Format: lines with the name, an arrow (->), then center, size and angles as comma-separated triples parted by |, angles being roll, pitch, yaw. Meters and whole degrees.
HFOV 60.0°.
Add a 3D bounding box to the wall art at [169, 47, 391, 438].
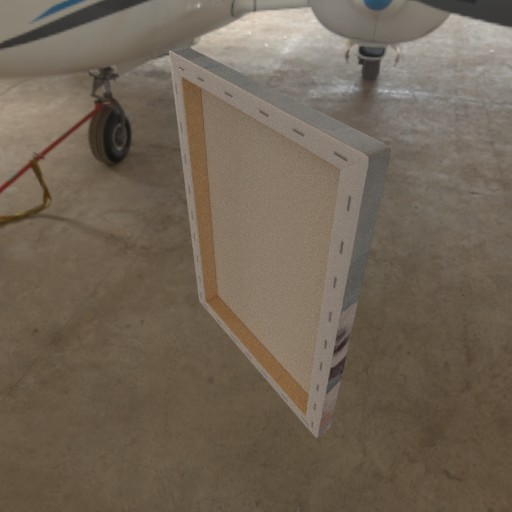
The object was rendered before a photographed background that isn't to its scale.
wall art -> 0.000, 0.000, 0.813 | 0.037, 0.613, 0.455 | -25, 47, -26
